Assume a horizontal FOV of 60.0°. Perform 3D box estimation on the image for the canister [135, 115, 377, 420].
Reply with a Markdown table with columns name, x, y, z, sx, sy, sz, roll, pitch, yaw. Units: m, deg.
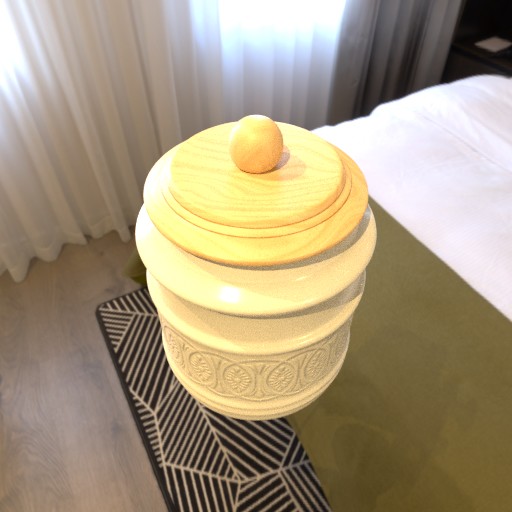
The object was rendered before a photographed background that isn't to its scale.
| name | x | y | z | sx | sy | sz | roll | pitch | yaw |
| --- | --- | --- | --- | --- | --- | --- | --- | --- | --- |
| canister | 0.000 | 0.000 | 0.263 | 0.130 | 0.176 | 0.130 | 0 | 46 | 0 |
